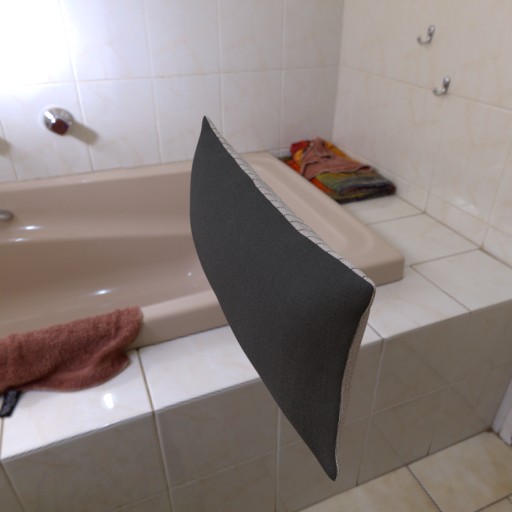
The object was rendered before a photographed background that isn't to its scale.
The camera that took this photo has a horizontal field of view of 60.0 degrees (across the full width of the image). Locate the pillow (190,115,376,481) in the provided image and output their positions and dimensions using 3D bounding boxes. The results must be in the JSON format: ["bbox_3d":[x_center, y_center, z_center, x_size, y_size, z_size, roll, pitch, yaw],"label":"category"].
[{"bbox_3d":[0.000,0.000,0.712,0.151,0.305,0.609,-11,33,-17],"label":"pillow"}]
